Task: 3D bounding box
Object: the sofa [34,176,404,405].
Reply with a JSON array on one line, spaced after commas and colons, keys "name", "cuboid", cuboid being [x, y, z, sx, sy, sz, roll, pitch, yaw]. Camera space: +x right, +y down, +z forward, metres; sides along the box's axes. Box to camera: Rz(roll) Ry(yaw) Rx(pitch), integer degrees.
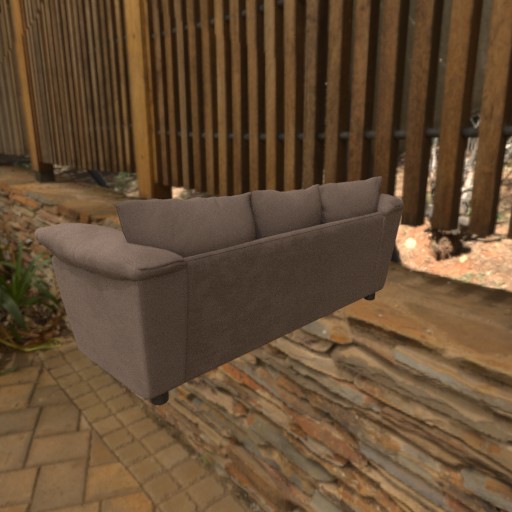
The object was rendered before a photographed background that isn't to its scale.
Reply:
[{"name": "sofa", "cuboid": [0.000, 0.000, 2.837, 0.893, 0.981, 2.377, 14, 21, 42]}]
